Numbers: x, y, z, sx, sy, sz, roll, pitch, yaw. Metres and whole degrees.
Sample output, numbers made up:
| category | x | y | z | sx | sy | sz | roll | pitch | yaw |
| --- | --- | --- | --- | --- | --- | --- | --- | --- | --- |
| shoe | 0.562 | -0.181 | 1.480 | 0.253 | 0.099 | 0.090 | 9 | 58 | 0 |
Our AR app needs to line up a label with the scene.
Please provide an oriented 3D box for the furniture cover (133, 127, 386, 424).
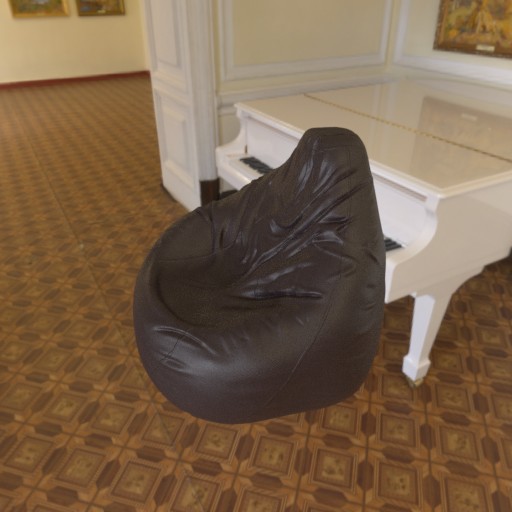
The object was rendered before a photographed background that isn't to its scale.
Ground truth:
| category | x | y | z | sx | sy | sz | roll | pitch | yaw |
| --- | --- | --- | --- | --- | --- | --- | --- | --- | --- |
| furniture cover | 0.000 | 0.000 | 1.849 | 1.070 | 0.990 | 1.070 | -9 | 33 | -15 |
